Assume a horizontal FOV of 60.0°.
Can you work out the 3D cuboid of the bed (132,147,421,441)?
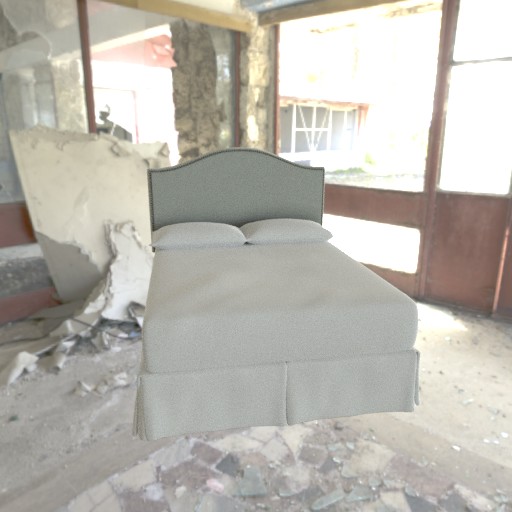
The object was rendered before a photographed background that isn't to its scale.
[{"bbox_3d":[0.000,0.000,3.489,1.813,1.607,2.180,-3,16,-10],"label":"bed"}]
